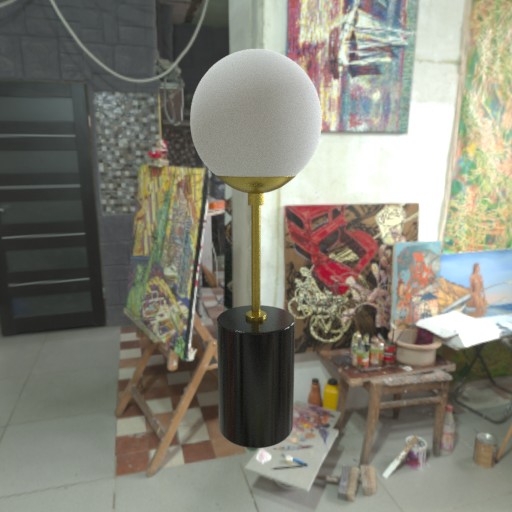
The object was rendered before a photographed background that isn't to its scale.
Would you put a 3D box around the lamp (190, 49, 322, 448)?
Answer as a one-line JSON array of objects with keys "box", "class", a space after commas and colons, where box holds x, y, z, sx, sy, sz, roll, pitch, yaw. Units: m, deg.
[{"box": [0.000, 0.000, 0.559, 0.153, 0.480, 0.153, 0, 13, 0], "class": "lamp"}]
